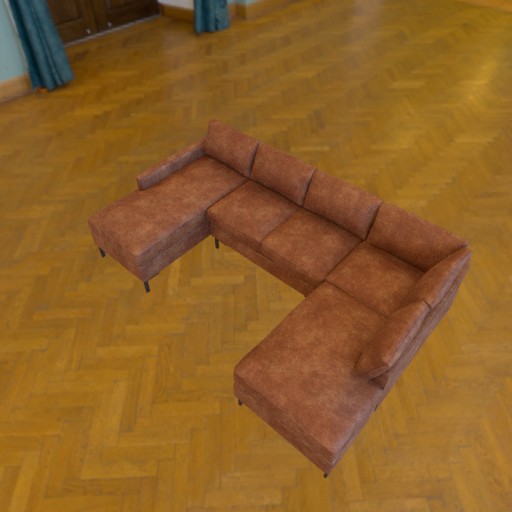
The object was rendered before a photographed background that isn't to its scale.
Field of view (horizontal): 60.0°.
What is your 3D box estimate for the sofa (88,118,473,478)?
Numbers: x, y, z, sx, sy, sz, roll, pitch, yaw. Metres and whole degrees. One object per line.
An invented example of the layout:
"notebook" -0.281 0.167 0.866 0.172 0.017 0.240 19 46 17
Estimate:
"sofa" 0.000 0.000 3.822 2.956 0.900 1.939 33 54 27
